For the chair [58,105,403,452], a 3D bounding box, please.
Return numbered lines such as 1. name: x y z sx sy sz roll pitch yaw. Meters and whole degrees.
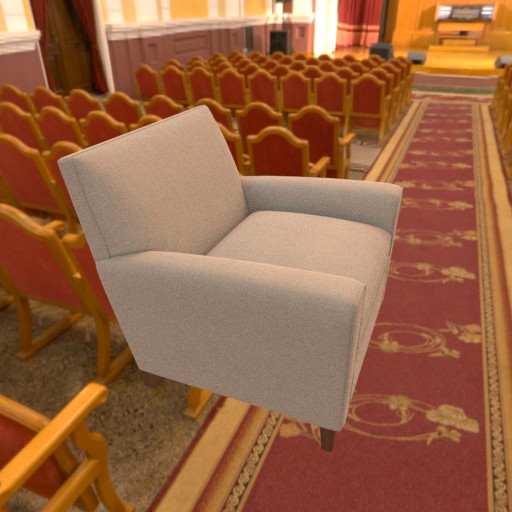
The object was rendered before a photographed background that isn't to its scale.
1. chair: 0.000 0.000 1.577 0.871 0.846 0.840 12 32 20
